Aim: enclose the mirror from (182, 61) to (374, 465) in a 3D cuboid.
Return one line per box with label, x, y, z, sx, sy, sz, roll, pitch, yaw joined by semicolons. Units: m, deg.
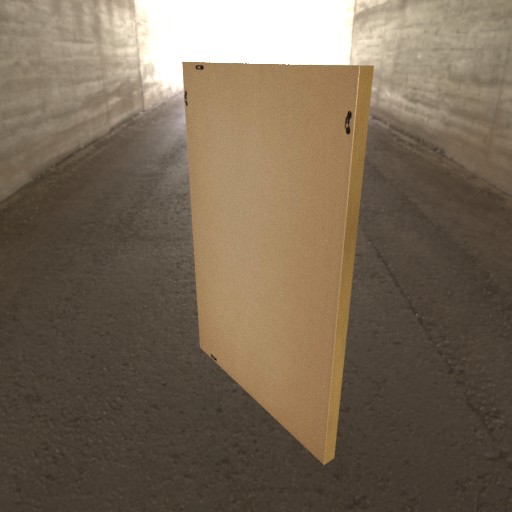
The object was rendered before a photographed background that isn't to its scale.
mirror;0.000;0.000;1.145;0.041;0.915;0.609;-17;30;-33
